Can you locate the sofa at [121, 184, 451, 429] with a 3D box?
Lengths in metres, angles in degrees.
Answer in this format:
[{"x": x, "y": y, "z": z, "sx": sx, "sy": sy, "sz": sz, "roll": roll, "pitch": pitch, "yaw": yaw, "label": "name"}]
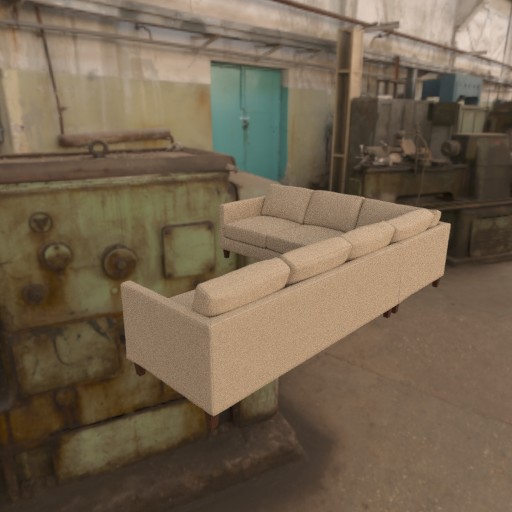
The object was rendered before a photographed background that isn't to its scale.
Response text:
[{"x": 0.000, "y": 0.000, "z": 4.263, "sx": 2.432, "sy": 0.863, "sz": 3.182, "roll": 17, "pitch": 25, "yaw": 42, "label": "sofa"}]
